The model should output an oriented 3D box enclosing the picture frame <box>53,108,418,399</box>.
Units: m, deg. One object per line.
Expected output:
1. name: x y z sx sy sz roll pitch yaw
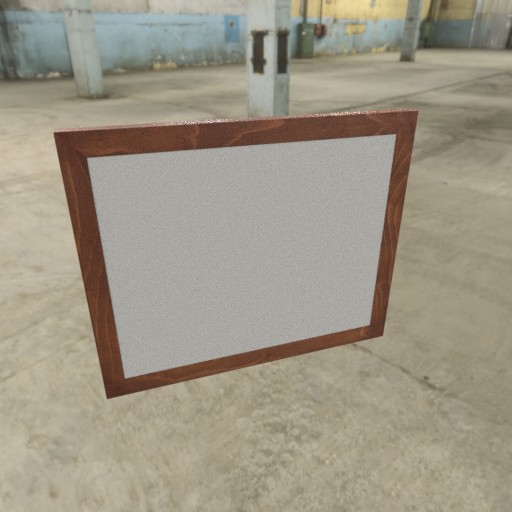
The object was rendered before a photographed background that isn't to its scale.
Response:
1. picture frame: 0.000 0.000 0.763 0.559 0.457 0.025 -9 28 -17
